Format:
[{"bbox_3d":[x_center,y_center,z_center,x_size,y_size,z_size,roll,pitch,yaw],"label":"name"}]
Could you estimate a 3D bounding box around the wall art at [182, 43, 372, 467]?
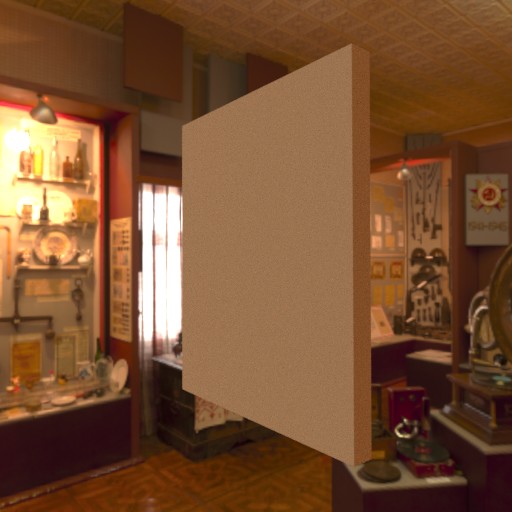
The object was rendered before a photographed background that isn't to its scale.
[{"bbox_3d":[0.000,0.000,0.766,0.039,0.553,0.451,1,-1,-39],"label":"wall art"}]
